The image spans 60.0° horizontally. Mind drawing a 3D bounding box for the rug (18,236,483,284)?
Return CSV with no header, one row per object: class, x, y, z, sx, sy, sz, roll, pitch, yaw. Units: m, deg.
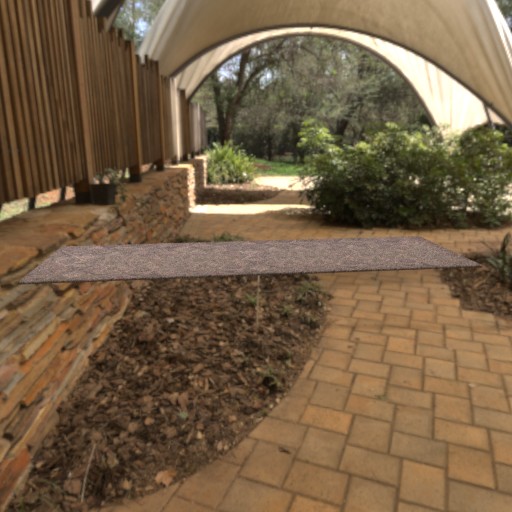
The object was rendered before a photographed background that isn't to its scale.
rug,0.000,0.000,2.495,2.296,0.011,0.691,-2,16,-7
